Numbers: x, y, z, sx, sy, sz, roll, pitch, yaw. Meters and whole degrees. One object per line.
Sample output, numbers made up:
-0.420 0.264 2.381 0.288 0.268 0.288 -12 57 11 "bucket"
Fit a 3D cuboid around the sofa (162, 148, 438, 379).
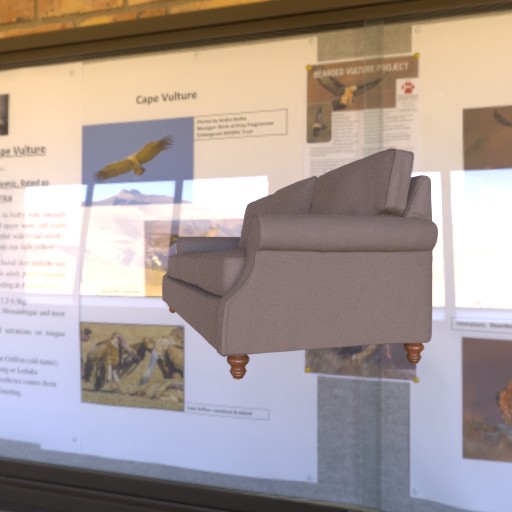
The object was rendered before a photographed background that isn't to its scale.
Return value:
0.000 0.000 2.813 0.966 0.948 2.353 0 0 -18 "sofa"
